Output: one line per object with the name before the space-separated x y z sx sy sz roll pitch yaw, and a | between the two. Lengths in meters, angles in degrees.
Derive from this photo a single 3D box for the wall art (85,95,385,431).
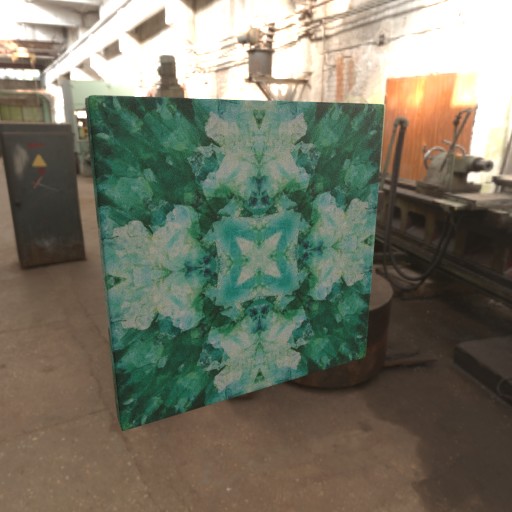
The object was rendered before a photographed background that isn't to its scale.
wall art | 0.000 0.000 0.767 0.507 0.508 0.038 -8 18 -27
